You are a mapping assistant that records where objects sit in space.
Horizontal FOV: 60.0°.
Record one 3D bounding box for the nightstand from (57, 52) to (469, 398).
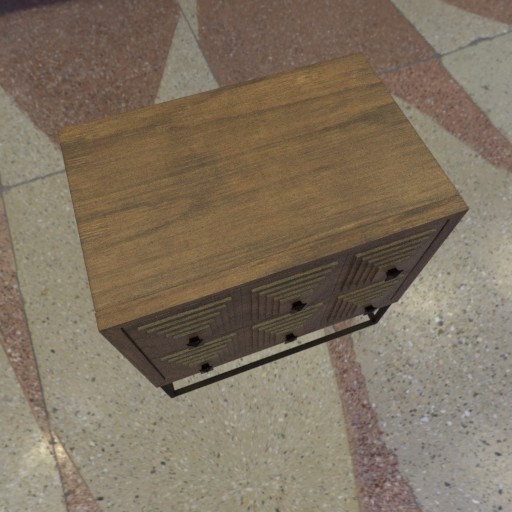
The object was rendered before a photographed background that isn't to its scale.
[{"bbox_3d":[0.000,0.000,1.026,0.610,0.610,0.437,-18,64,-9],"label":"nightstand"}]
